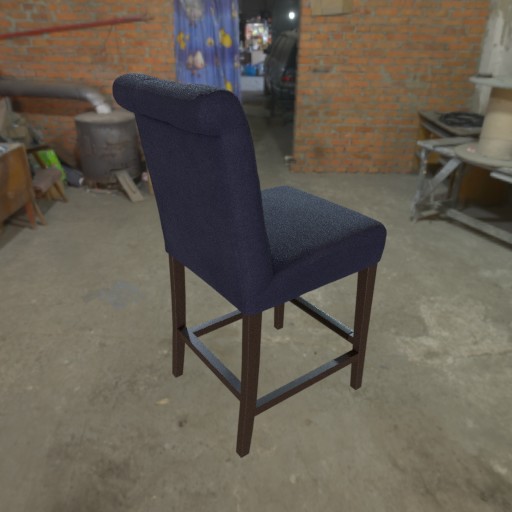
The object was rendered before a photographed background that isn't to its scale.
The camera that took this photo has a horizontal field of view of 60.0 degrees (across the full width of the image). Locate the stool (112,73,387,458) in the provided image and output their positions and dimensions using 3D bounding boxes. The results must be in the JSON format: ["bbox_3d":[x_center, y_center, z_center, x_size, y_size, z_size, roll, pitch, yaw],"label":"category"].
[{"bbox_3d":[0.000,0.000,1.322,0.601,1.010,0.493,-18,32,-32],"label":"stool"}]
